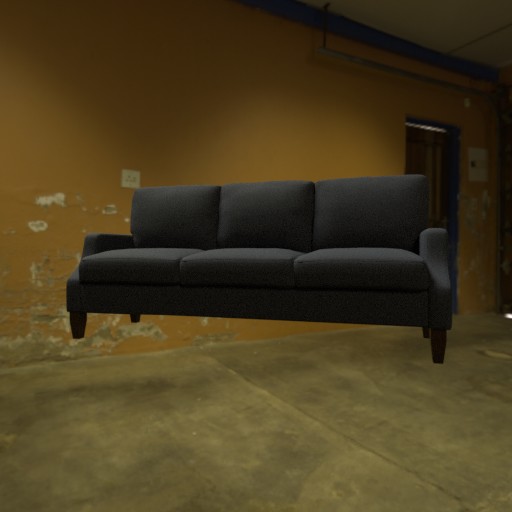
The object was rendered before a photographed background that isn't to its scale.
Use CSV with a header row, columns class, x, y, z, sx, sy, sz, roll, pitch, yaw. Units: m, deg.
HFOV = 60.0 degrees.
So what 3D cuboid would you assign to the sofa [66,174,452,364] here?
class,x,y,z,sx,sy,sz,roll,pitch,yaw
sofa,0.000,0.000,2.702,2.115,0.984,0.888,0,1,17
